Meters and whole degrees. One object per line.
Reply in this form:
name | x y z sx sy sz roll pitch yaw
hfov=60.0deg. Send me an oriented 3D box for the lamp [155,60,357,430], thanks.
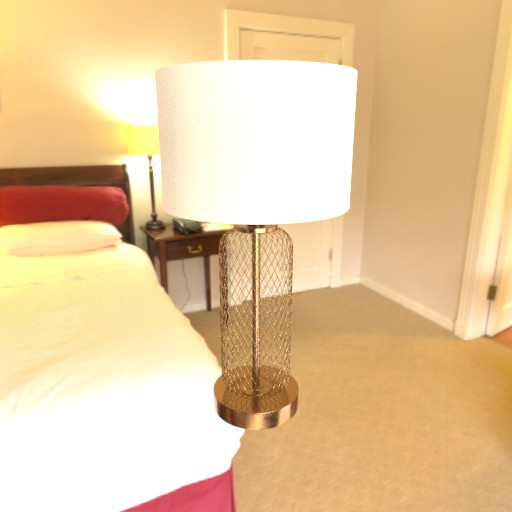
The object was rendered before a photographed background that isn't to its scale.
lamp | 0.000 0.000 0.632 0.252 0.483 0.252 8 18 26
